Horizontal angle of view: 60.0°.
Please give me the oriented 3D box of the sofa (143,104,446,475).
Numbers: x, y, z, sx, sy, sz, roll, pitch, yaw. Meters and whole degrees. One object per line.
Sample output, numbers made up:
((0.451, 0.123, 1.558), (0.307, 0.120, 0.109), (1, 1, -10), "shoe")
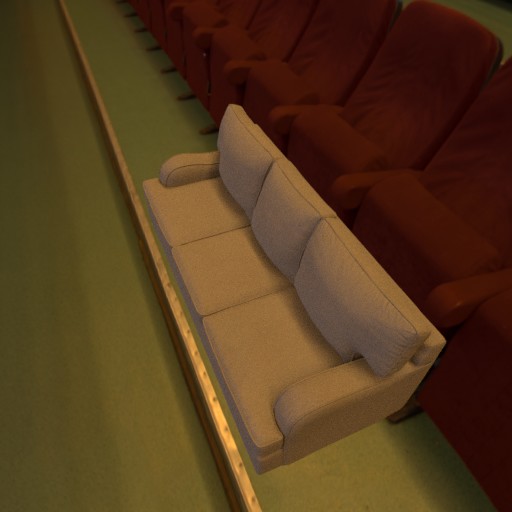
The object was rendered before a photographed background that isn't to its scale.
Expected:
((0.000, 0.000, 2.910), (1.016, 0.991, 2.323), (-17, 48, -16), "sofa")
